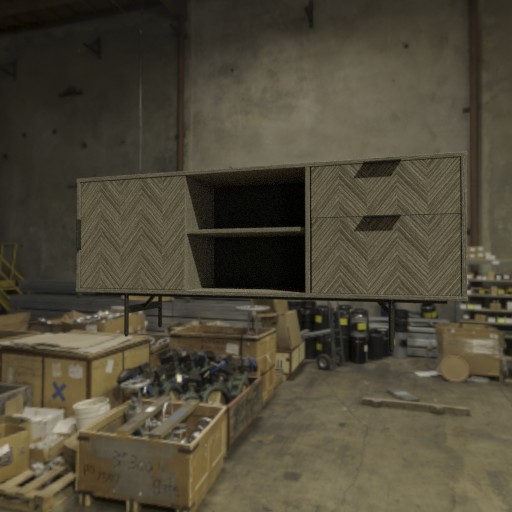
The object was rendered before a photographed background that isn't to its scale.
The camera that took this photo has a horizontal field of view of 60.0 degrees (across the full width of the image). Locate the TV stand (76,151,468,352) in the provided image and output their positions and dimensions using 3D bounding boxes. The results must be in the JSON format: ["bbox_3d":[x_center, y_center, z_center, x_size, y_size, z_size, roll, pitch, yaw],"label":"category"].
[{"bbox_3d":[0.000,0.000,2.128,1.804,0.787,0.405,0,-1,18],"label":"TV stand"}]
